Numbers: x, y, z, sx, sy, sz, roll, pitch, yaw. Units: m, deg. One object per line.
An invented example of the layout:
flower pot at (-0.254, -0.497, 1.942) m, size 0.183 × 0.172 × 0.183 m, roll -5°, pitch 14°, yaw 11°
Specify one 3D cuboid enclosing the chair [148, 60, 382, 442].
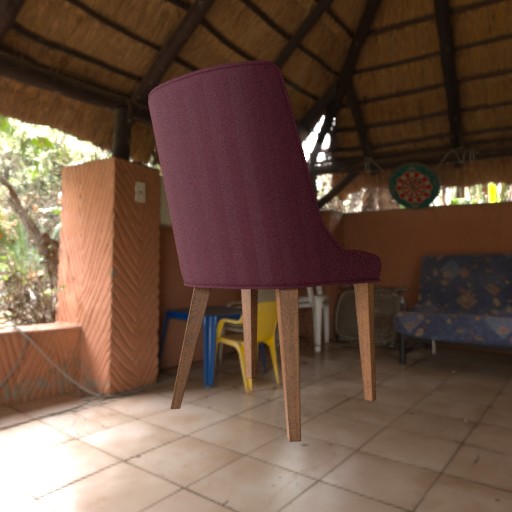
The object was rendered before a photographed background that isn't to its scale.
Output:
chair at (0.000, 0.000, 1.330) m, size 0.548 × 0.916 × 0.638 m, roll -1°, pitch -2°, yaw 36°
